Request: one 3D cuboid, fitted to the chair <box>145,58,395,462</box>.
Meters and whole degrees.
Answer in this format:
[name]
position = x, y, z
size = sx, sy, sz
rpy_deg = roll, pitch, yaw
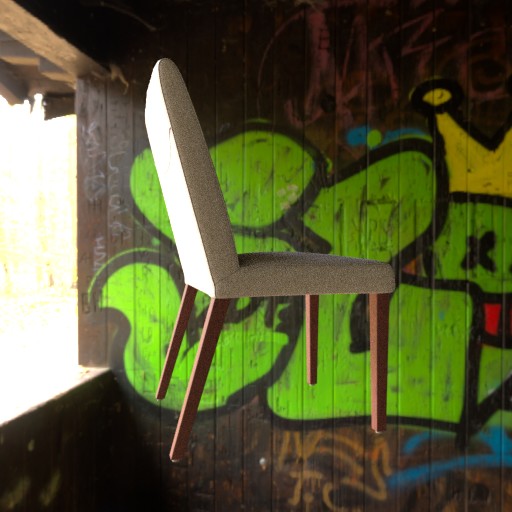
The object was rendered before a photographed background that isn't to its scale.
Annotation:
[chair]
position = 0.000, 0.000, 1.250
size = 0.594, 0.900, 0.480
rpy_deg = 0, 1, -17
